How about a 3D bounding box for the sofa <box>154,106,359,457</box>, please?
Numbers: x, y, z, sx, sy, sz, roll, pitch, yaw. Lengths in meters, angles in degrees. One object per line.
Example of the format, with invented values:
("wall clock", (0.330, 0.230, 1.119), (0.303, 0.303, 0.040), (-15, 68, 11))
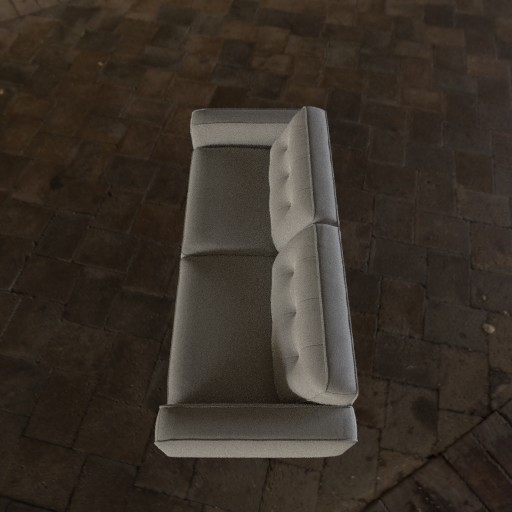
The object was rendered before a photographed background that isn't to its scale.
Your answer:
("sofa", (0.000, 0.000, 2.754), (0.956, 0.781, 2.270), (0, 59, 0))
